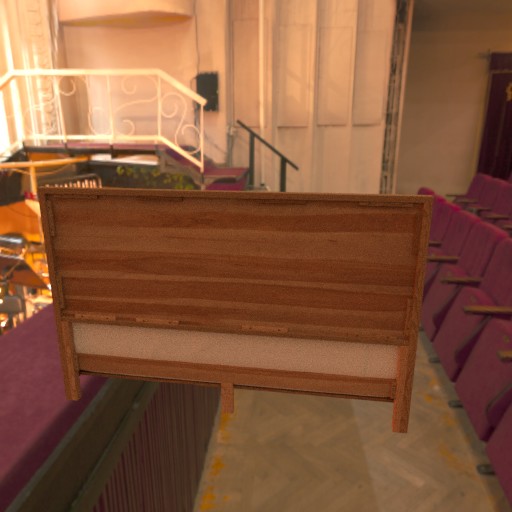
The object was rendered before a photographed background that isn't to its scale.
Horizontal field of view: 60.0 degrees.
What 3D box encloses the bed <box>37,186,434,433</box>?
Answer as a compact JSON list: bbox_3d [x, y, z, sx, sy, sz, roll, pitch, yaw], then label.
[{"bbox_3d":[0.000,0.000,3.418,2.013,1.295,2.184,3,16,9],"label":"bed"}]
